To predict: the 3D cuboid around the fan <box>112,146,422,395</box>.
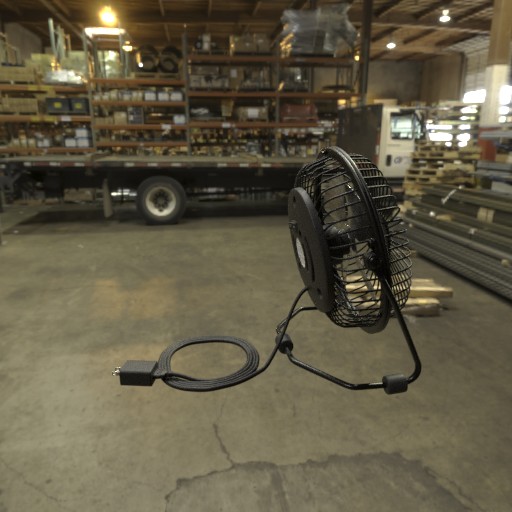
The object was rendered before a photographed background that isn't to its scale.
[{"bbox_3d":[0.000,0.000,0.317,0.202,0.152,0.153,-2,15,-8],"label":"fan"}]
